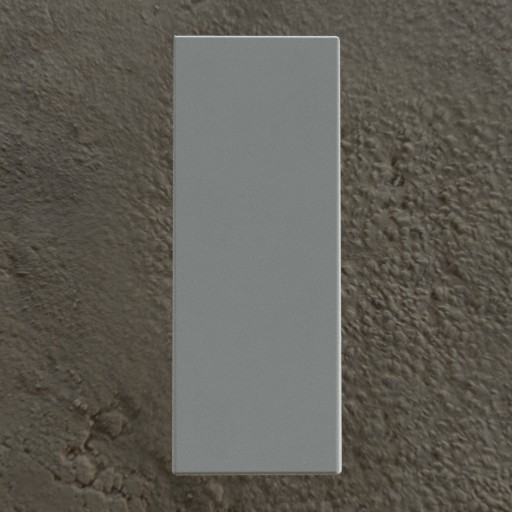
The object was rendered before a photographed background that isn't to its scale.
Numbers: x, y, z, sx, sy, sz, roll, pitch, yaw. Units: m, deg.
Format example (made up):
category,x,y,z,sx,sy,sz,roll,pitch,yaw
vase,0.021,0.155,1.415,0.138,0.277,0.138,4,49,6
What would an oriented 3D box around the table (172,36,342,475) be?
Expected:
category,x,y,z,sx,sy,sz,roll,pitch,yaw
table,0.000,0.000,1.557,0.459,0.740,1.184,0,90,0
